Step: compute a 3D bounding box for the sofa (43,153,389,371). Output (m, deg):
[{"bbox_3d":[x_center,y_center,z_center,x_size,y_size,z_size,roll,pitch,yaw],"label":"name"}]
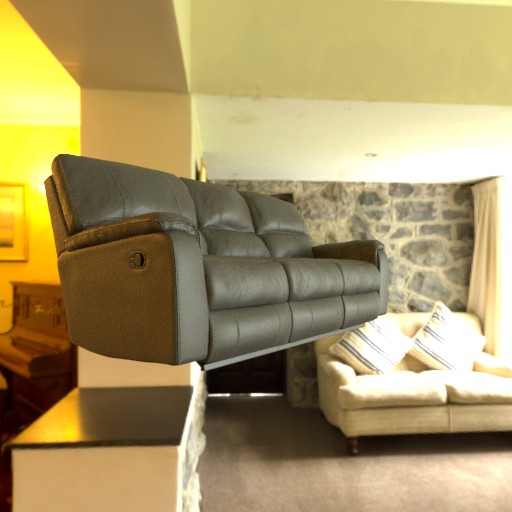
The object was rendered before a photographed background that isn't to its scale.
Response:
[{"bbox_3d":[0.000,0.000,3.125,1.104,1.134,2.627,-1,-2,36],"label":"sofa"}]
